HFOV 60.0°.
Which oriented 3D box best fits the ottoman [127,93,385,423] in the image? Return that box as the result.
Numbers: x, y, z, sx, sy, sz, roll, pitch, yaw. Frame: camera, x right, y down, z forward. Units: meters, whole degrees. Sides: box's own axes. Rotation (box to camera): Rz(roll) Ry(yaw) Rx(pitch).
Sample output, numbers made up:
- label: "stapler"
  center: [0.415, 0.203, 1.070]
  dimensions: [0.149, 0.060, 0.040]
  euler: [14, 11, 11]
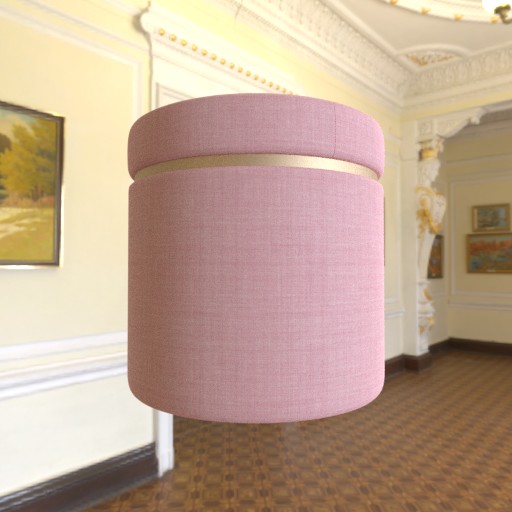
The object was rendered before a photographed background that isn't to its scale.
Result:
- label: "ottoman"
  center: [0.000, 0.000, 0.715]
  dimensions: [0.400, 0.406, 0.400]
  euler: [0, -1, 0]
